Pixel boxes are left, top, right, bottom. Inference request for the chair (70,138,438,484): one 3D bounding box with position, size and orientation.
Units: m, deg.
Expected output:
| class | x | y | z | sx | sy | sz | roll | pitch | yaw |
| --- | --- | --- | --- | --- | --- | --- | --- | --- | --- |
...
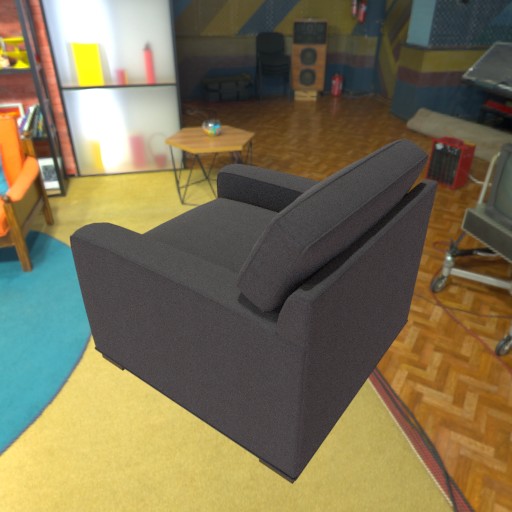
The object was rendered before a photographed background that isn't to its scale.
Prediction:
| class | x | y | z | sx | sy | sz | roll | pitch | yaw |
| --- | --- | --- | --- | --- | --- | --- | --- | --- | --- |
| chair | 0.000 | 0.000 | 1.794 | 1.043 | 0.913 | 0.997 | 21 | 37 | 31 |
